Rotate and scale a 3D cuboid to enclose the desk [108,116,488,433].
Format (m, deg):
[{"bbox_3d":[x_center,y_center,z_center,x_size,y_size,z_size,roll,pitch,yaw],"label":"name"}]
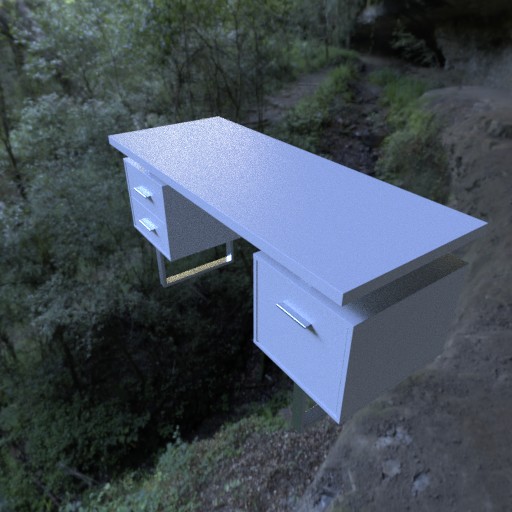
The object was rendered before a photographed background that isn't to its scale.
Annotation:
[{"bbox_3d":[0.000,0.000,1.895,0.603,0.773,1.530,-21,37,-30],"label":"desk"}]
